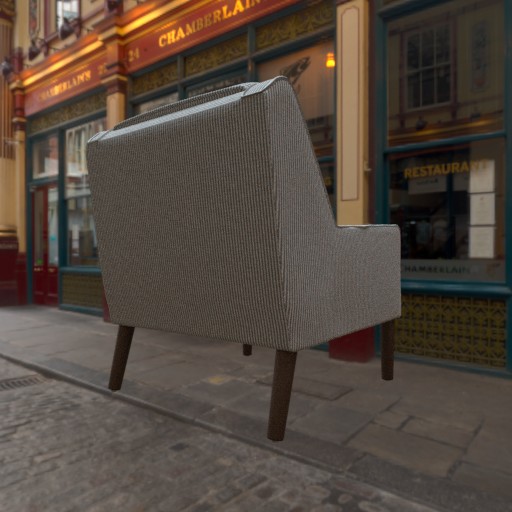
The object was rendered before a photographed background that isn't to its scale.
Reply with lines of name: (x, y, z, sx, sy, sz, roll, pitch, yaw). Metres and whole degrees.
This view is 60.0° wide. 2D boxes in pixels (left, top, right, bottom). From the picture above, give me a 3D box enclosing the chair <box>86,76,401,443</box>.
chair: (0.000, 0.000, 1.344, 0.663, 0.792, 0.743, 0, -1, 38)
